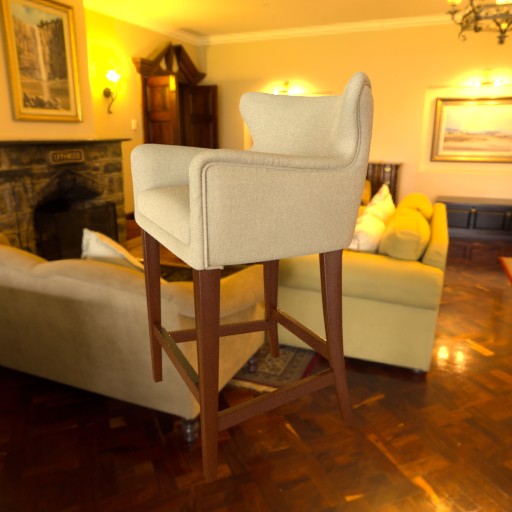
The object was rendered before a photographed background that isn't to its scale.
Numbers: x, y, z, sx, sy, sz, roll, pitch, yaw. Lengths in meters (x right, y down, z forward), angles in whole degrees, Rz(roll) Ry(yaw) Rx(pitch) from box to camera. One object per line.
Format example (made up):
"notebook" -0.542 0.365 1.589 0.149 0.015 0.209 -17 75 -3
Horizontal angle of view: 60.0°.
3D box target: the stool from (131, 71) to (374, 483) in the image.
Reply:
"stool" 0.000 0.000 1.290 0.570 0.951 0.601 -8 17 -26
